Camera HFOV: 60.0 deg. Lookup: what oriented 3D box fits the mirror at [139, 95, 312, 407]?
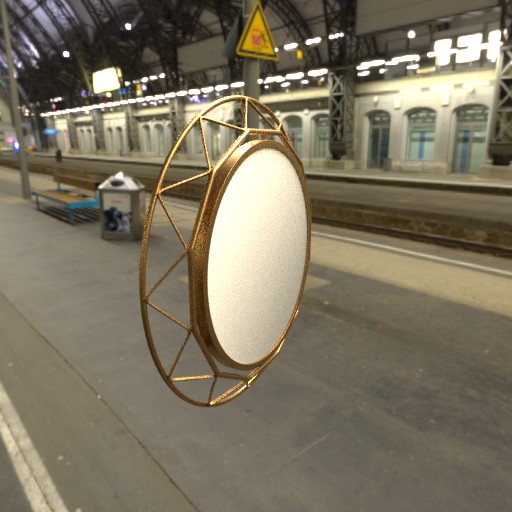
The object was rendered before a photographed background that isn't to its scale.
[{"bbox_3d":[0.000,0.000,0.663,0.043,0.454,0.454,8,16,28],"label":"mirror"}]
